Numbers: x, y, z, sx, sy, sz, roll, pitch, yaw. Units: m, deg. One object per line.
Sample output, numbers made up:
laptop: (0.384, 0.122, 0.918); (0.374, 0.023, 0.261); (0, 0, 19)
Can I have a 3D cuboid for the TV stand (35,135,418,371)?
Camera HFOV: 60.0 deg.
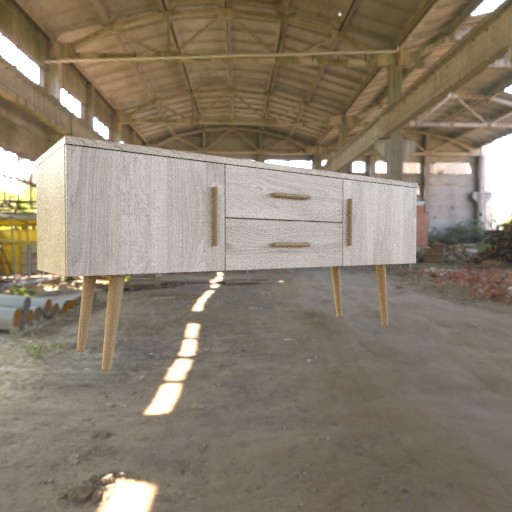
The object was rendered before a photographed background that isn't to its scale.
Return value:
TV stand: (0.000, 0.000, 1.528); (1.313, 0.565, 0.401); (-1, 2, -36)
